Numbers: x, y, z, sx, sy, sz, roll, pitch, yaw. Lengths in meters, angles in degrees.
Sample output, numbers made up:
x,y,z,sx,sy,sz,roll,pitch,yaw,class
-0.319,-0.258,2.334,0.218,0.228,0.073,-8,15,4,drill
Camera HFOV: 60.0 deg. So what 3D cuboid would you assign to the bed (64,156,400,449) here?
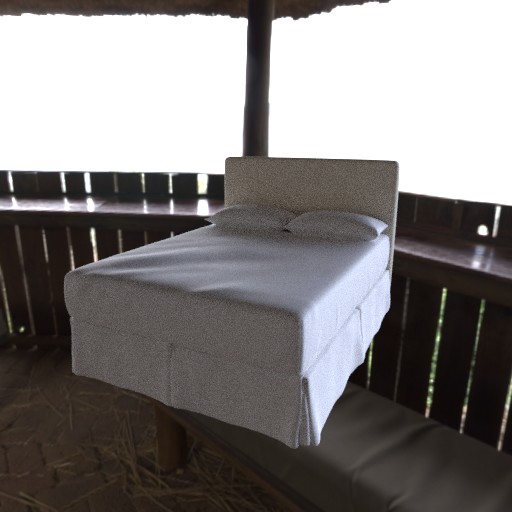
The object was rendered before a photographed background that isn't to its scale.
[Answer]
x,y,z,sx,sy,sz,roll,pitch,yaw,class
0.000,0.000,3.267,1.714,1.330,2.147,8,17,26,bed
